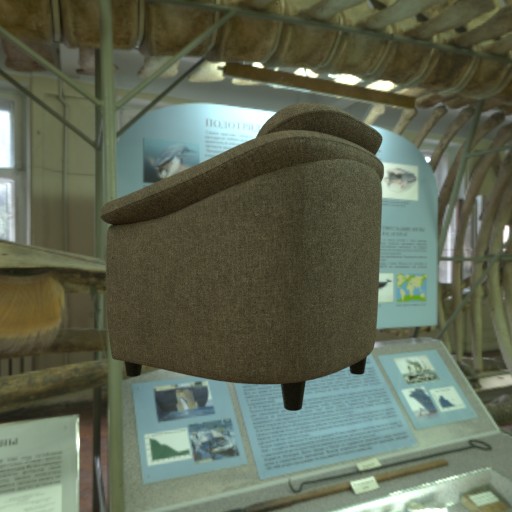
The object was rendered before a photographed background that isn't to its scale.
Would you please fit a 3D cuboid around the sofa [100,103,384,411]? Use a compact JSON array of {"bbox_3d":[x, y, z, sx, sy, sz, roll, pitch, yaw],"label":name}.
[{"bbox_3d":[0.000,0.000,1.523,0.794,0.811,0.870,0,1,36],"label":"sofa"}]
